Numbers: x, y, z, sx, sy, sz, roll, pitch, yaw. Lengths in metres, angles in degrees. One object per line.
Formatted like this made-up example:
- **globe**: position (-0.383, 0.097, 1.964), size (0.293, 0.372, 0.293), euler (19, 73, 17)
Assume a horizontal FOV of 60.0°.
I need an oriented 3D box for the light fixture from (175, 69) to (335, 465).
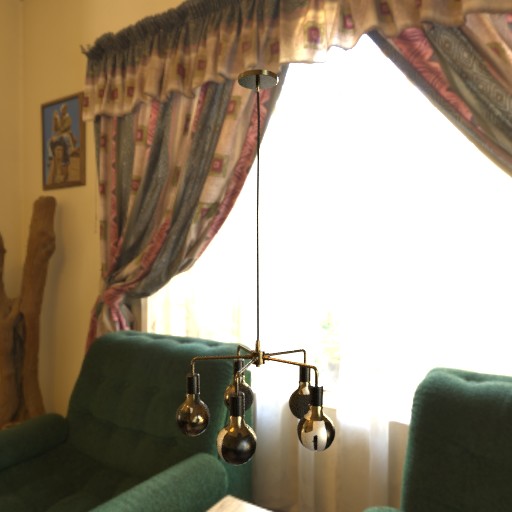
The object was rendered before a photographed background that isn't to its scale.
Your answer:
- **light fixture**: position (0.000, 0.000, 1.212), size (0.438, 0.988, 0.421), euler (0, 0, 16)
